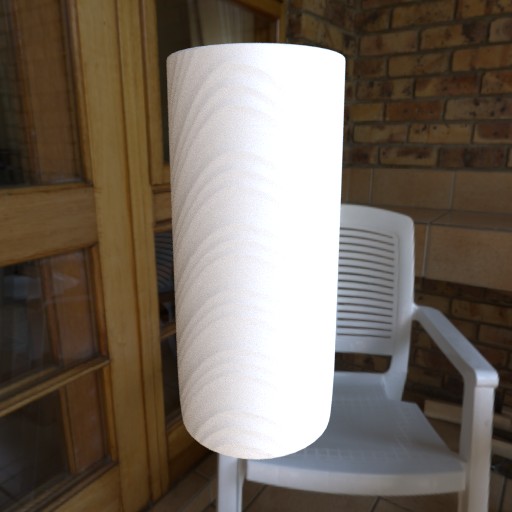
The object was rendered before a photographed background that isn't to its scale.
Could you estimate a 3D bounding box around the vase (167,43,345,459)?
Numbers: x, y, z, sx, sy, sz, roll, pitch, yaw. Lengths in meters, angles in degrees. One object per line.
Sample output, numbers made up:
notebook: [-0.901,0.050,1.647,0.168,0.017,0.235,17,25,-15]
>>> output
vase: [0.000,0.000,0.387,0.143,0.316,0.143,0,15,0]
